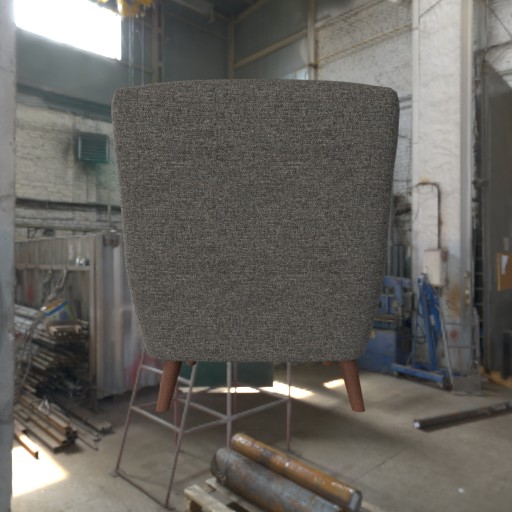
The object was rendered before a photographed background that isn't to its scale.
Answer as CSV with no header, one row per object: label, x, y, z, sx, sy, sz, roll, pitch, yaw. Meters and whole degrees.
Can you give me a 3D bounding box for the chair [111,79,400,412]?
chair,0.000,0.000,1.741,0.889,1.039,0.940,0,0,0
